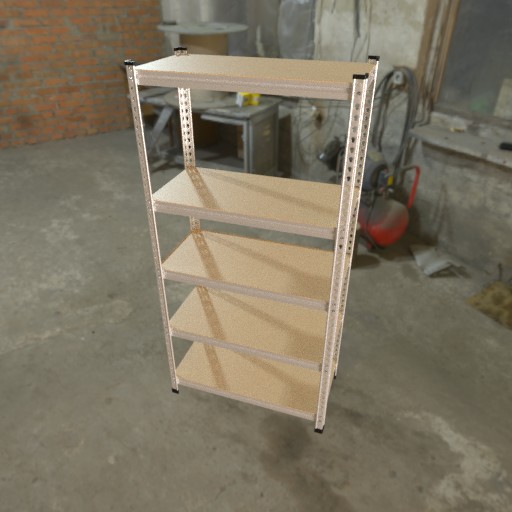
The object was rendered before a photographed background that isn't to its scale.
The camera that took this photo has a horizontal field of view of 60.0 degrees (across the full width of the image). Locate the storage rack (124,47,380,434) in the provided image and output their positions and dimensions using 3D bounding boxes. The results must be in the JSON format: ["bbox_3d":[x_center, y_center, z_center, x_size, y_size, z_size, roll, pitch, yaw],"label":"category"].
[{"bbox_3d":[0.000,0.000,2.226,0.914,1.829,0.457,10,33,16],"label":"storage rack"}]
